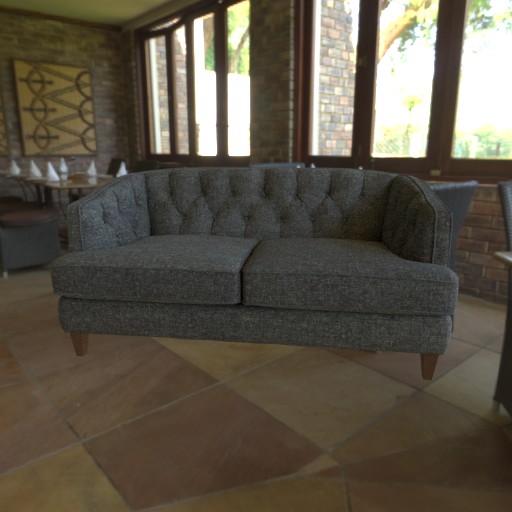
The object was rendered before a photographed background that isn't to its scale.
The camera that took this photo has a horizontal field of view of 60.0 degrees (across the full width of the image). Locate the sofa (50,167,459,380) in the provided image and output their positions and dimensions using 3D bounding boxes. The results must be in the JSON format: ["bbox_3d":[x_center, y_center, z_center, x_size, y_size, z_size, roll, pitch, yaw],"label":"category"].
[{"bbox_3d":[0.000,0.000,2.249,1.733,0.855,0.941,2,14,8],"label":"sofa"}]
